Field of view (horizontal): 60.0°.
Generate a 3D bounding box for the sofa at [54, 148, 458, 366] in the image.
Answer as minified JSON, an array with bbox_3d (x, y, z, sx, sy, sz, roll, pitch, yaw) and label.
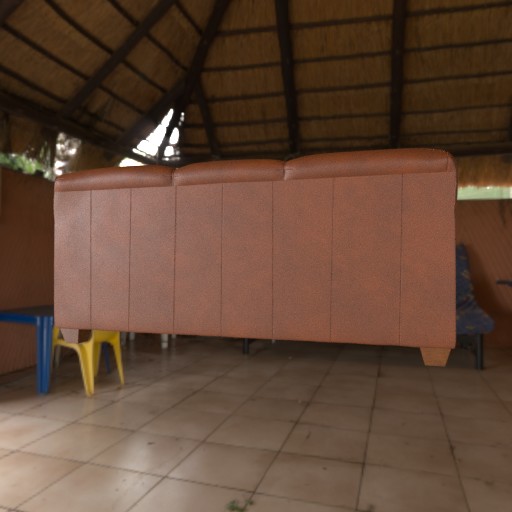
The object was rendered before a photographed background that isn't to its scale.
[{"bbox_3d":[0.000,0.000,2.566,2.039,0.953,1.008,0,-1,17],"label":"sofa"}]
